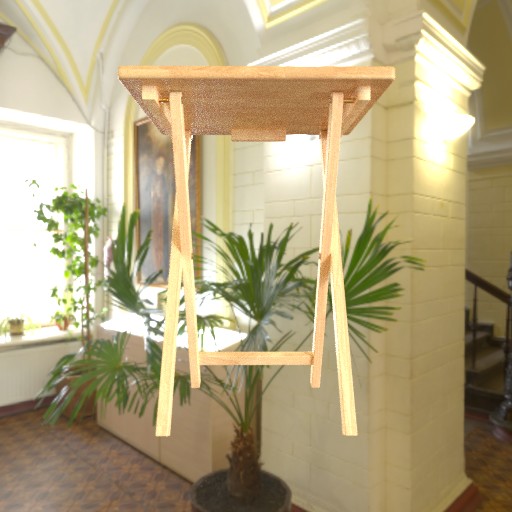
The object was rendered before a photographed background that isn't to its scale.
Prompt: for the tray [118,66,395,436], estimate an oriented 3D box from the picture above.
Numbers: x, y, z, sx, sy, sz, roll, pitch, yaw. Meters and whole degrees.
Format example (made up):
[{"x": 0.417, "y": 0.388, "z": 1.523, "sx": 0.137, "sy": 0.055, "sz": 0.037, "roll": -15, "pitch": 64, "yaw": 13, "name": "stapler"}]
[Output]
[{"x": 0.000, "y": 0.000, "z": 0.956, "sx": 0.483, "sy": 0.660, "sz": 0.381, "roll": 0, "pitch": 1, "yaw": 0, "name": "tray"}]
